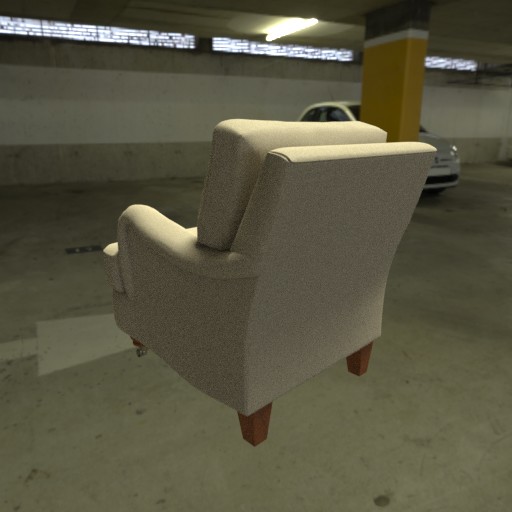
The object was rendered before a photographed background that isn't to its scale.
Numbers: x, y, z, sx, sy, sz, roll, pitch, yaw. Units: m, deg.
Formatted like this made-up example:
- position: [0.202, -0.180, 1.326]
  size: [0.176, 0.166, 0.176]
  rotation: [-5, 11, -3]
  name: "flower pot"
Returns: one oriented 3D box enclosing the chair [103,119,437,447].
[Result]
- position: [0.000, 0.000, 1.847]
  size: [0.895, 1.076, 1.078]
  rotation: [-15, 22, -42]
  name: "chair"
